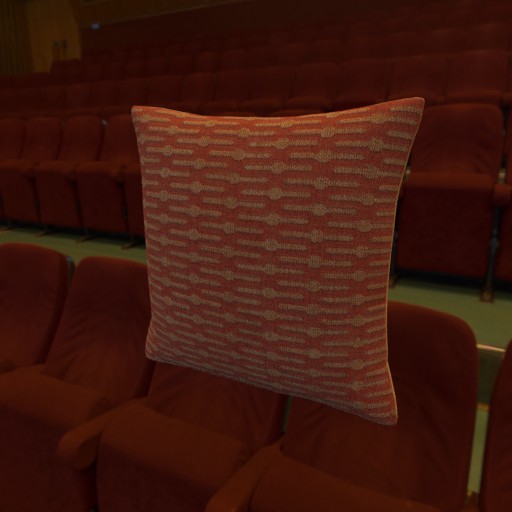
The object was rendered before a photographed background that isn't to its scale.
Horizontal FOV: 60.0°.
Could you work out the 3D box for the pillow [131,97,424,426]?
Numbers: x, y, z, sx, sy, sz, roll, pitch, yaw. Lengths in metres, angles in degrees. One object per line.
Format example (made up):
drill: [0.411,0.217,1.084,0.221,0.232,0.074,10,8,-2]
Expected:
pillow: [0.000,0.000,0.762,0.511,0.503,0.182,8,17,26]
